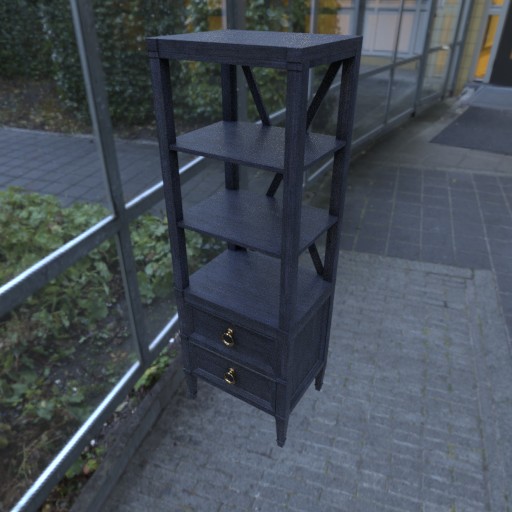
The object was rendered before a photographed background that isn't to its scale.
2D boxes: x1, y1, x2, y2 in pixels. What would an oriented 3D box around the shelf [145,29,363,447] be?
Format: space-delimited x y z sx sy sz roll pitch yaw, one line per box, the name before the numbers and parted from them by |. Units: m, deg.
shelf | 0.000 0.000 1.944 0.584 1.727 0.472 18 35 27
